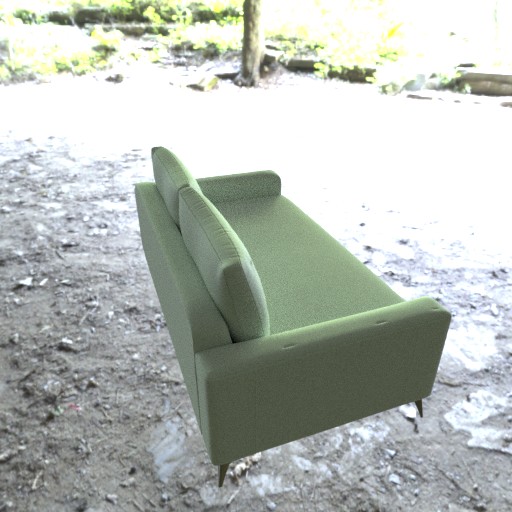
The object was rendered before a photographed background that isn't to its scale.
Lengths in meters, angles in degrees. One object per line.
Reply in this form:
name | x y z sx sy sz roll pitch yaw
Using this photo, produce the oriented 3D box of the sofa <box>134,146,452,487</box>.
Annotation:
sofa | 0.000 0.000 2.123 0.920 0.790 1.650 -10 31 -18
